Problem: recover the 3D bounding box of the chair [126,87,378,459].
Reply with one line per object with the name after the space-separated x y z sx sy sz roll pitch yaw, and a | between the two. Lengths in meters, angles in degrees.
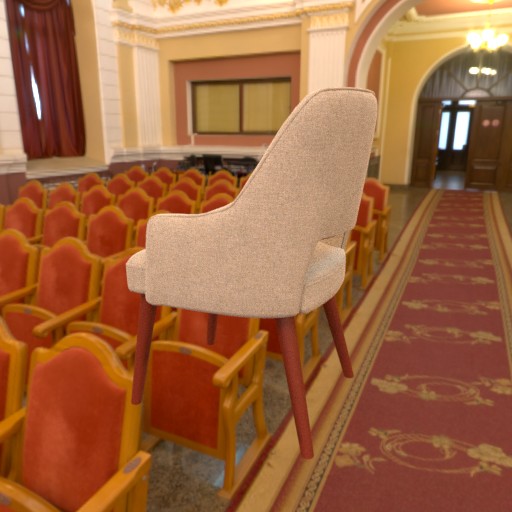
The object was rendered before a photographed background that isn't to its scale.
0.000 0.000 1.241 0.605 0.849 0.548 7 17 25 | chair
